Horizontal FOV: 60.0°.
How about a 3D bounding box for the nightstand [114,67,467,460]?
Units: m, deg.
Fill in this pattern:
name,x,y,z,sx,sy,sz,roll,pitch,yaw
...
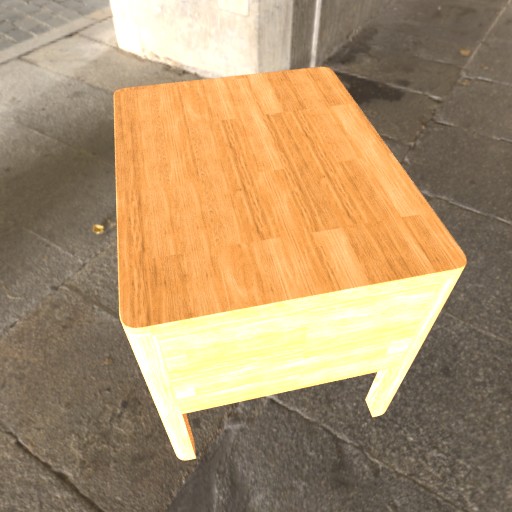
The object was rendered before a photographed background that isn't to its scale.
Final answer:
name,x,y,z,sx,sy,sz,roll,pitch,yaw
nightstand,0.000,0.000,0.887,0.440,0.470,0.560,-10,49,-8
